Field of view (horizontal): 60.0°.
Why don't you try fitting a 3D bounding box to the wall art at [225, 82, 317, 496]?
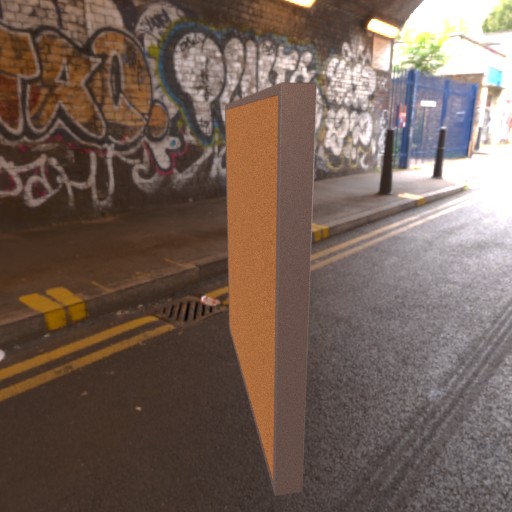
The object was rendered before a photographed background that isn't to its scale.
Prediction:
[{"bbox_3d":[0.000,0.000,0.517,0.028,0.349,0.349,-3,17,-10],"label":"wall art"}]
